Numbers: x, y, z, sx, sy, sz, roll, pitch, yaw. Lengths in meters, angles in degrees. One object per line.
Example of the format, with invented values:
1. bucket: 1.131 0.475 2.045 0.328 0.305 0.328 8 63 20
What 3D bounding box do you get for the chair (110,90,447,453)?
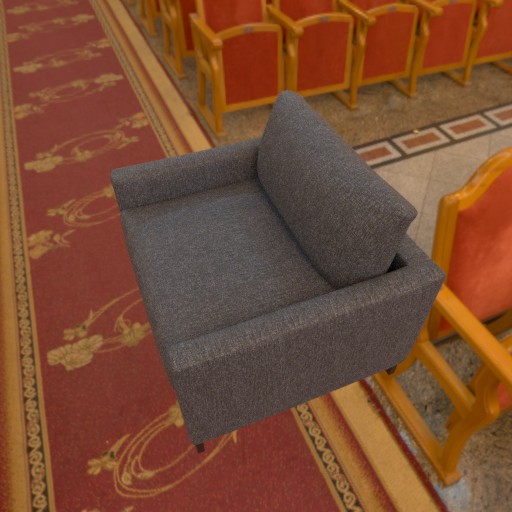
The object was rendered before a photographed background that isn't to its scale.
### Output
1. chair: 0.000 0.000 1.640 0.866 0.861 0.963 -17 48 -16
